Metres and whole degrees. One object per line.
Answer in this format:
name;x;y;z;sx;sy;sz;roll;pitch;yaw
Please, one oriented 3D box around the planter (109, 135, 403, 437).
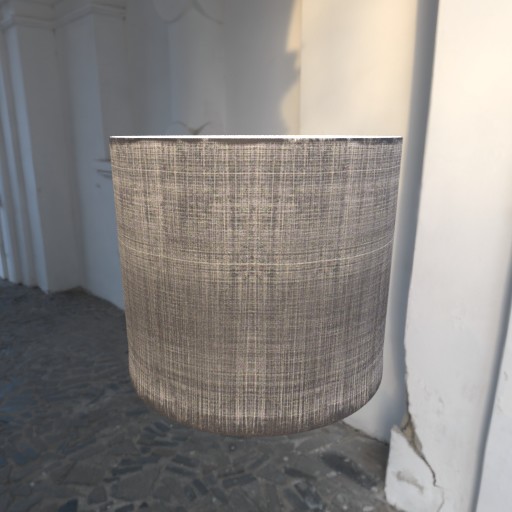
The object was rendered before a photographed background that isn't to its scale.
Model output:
planter;0.000;0.000;0.302;0.178;0.157;0.178;0;15;0
